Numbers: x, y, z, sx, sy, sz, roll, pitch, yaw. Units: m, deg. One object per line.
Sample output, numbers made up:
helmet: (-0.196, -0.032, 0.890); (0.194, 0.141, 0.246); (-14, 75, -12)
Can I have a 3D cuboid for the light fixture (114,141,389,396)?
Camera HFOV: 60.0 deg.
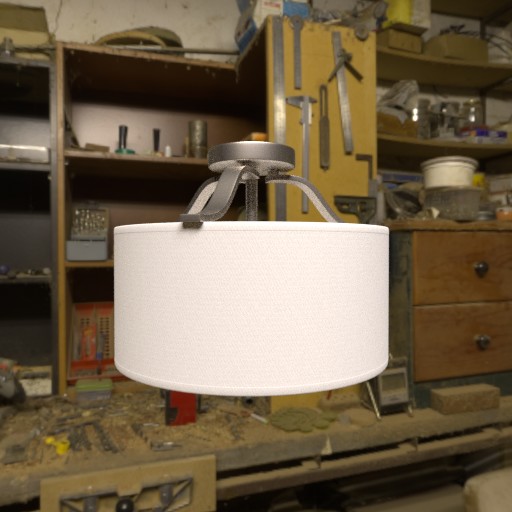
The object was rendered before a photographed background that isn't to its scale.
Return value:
light fixture: (0.000, 0.000, 0.648); (0.395, 0.304, 0.395); (0, 1, 0)
